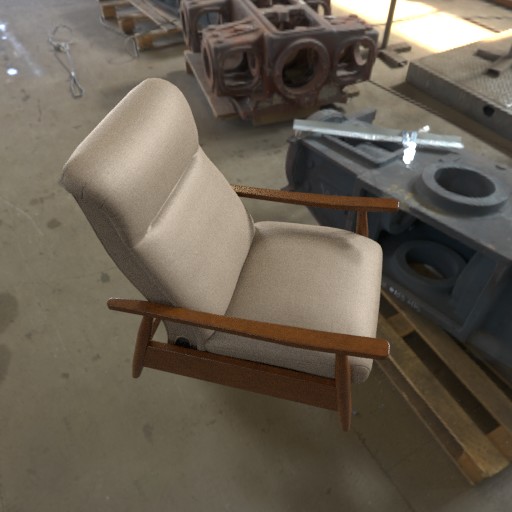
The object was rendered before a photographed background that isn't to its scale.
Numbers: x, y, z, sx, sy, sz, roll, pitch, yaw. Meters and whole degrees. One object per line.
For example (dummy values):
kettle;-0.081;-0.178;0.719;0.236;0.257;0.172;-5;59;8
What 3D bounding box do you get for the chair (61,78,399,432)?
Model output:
chair;0.000;0.000;1.737;1.032;1.082;0.762;11;48;10
